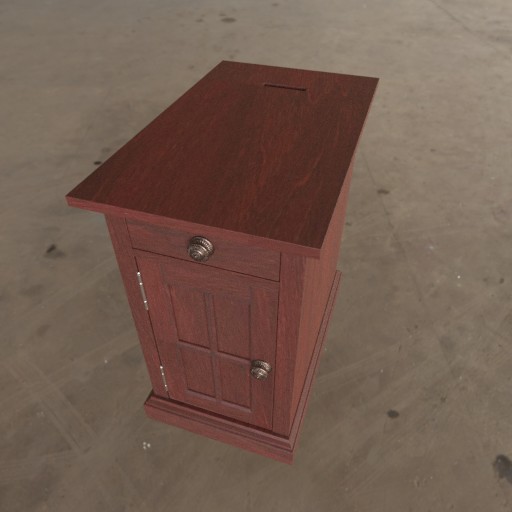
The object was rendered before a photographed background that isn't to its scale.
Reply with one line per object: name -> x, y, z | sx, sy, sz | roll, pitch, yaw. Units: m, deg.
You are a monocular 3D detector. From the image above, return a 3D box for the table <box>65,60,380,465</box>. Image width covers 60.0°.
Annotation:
table -> 0.000, 0.000, 0.973 | 0.356, 0.612, 0.584 | 12, 43, 14
